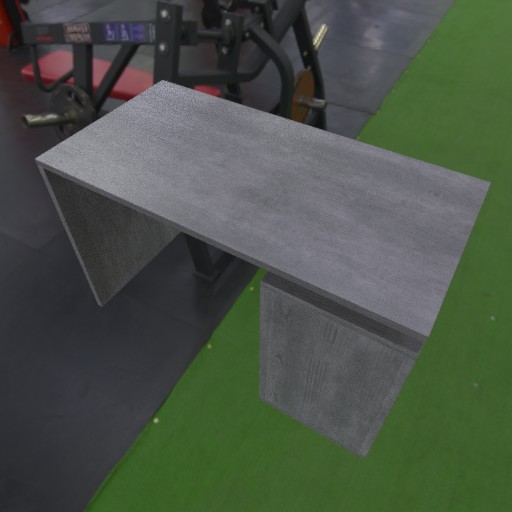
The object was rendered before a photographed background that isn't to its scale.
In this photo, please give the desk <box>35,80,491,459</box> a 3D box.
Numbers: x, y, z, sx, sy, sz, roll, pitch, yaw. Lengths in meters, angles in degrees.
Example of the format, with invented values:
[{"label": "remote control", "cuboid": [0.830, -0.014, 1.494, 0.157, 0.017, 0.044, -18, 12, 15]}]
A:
[{"label": "desk", "cuboid": [0.000, 0.000, 1.570, 1.200, 0.740, 0.600, 24, 52, 21]}]
